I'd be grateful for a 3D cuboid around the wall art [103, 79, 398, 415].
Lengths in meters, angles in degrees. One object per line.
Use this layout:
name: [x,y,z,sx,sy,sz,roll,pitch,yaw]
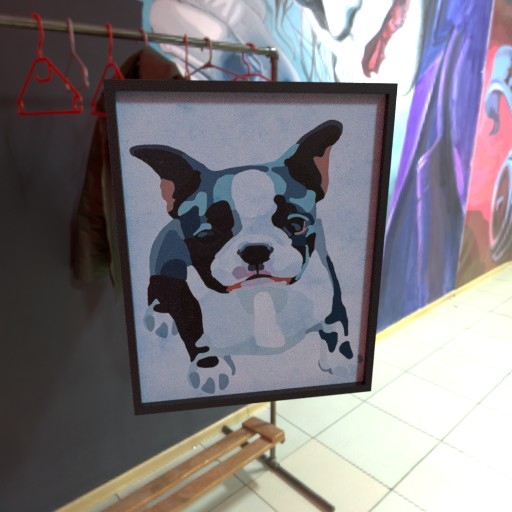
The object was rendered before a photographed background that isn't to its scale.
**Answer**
wall art: [0.000,0.000,0.504,0.294,0.369,0.030,-3,17,-9]
